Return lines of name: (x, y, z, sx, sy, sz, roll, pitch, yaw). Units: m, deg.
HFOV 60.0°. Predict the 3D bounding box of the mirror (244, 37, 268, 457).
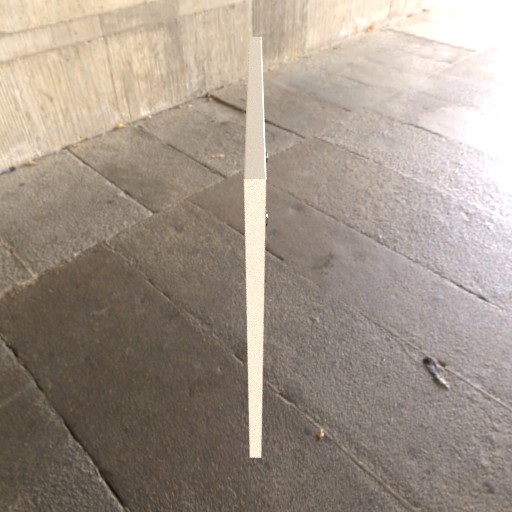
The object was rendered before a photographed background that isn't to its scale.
mirror: (0.000, 0.000, 1.335, 0.040, 1.016, 0.762, 0, 42, 0)
